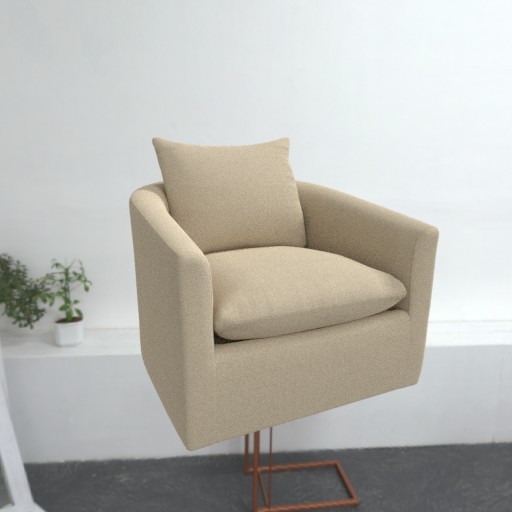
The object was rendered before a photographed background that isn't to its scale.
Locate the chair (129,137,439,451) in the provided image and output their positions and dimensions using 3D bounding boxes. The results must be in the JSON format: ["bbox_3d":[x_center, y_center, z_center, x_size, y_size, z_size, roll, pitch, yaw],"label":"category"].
[{"bbox_3d":[0.000,0.000,1.615,0.845,0.848,0.910,-6,15,-25],"label":"chair"}]
